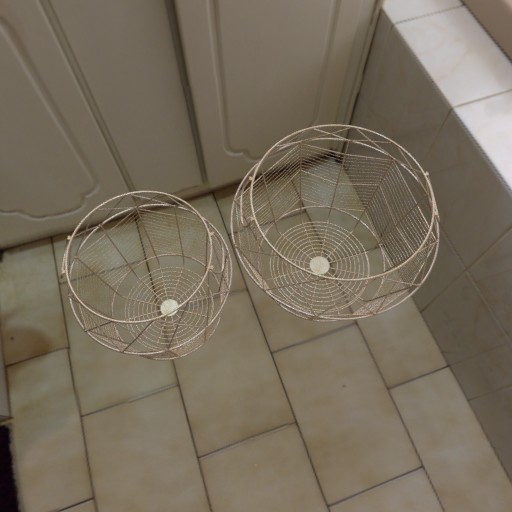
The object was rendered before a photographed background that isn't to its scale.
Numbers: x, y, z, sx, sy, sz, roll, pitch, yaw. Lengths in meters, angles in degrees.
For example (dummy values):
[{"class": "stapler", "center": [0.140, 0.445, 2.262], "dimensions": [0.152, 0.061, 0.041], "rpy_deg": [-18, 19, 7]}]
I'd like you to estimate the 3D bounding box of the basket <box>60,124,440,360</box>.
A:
[{"class": "basket", "center": [0.000, 0.000, 1.009], "dimensions": [0.805, 0.343, 0.451], "rpy_deg": [-15, 66, -7]}]
